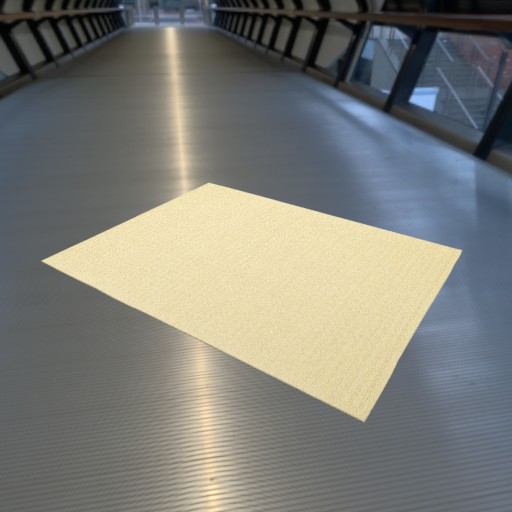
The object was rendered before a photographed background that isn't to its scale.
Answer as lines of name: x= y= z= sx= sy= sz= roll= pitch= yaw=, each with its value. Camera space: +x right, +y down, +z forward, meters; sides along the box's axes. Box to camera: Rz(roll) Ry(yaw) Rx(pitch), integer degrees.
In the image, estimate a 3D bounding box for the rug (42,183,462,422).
rug: x=0.000 y=0.000 z=4.218 sx=3.204 sy=0.016 sz=2.452 roll=19 pitch=35 yaw=29
